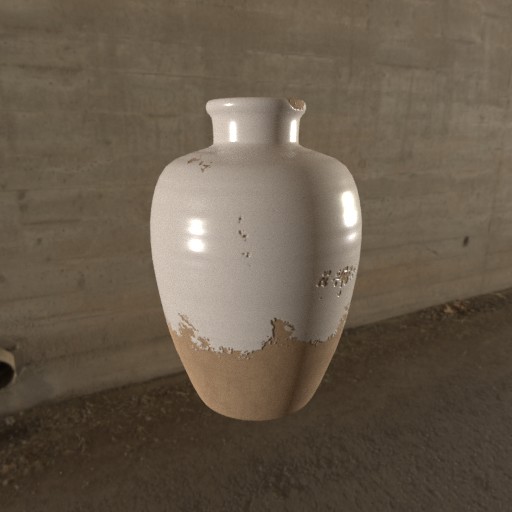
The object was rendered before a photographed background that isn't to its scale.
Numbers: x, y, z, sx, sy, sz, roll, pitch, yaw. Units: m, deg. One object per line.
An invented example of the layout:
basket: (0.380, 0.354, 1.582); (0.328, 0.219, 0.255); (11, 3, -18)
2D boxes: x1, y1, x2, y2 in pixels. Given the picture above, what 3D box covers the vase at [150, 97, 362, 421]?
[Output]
vase: (0.000, 0.000, 0.345); (0.158, 0.228, 0.158); (0, 15, 0)
